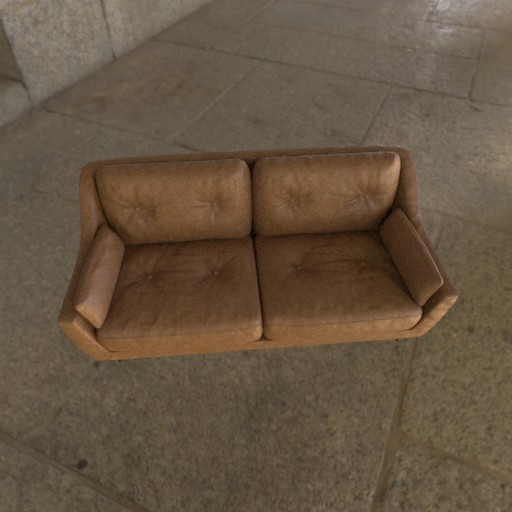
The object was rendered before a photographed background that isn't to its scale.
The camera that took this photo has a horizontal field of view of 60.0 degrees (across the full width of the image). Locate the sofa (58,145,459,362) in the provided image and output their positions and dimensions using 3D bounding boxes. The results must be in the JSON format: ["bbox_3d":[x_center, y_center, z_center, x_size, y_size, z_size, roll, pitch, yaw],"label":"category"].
[{"bbox_3d":[0.000,0.000,2.432,1.902,0.839,0.904,-4,46,-3],"label":"sofa"}]
